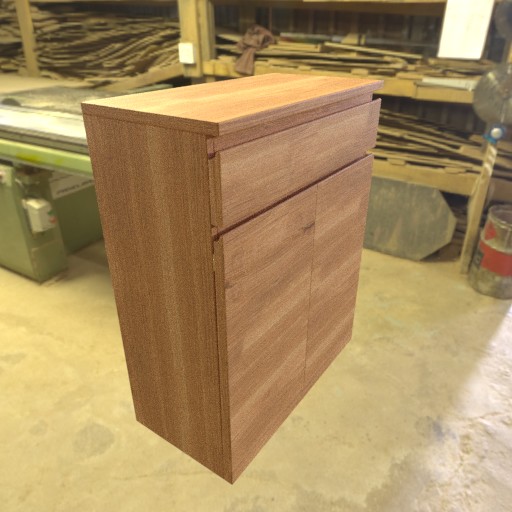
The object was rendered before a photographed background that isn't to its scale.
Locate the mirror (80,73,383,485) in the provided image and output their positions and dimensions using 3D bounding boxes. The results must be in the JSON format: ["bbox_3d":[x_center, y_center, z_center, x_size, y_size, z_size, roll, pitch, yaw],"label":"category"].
[{"bbox_3d":[0.000,0.000,1.411,0.400,1.000,0.800,18,33,31],"label":"mirror"}]
